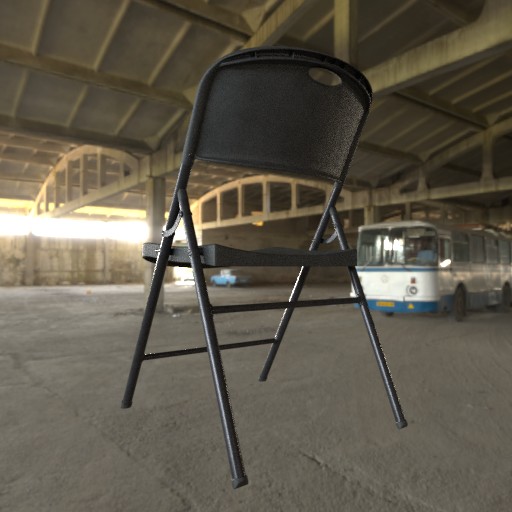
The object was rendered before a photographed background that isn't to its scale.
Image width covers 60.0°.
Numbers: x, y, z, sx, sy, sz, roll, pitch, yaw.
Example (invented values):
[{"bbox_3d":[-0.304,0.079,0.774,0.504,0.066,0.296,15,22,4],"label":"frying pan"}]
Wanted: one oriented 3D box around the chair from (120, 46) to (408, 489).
[{"bbox_3d":[0.000,0.000,1.118,0.494,0.810,0.567,1,-2,-37],"label":"chair"}]
